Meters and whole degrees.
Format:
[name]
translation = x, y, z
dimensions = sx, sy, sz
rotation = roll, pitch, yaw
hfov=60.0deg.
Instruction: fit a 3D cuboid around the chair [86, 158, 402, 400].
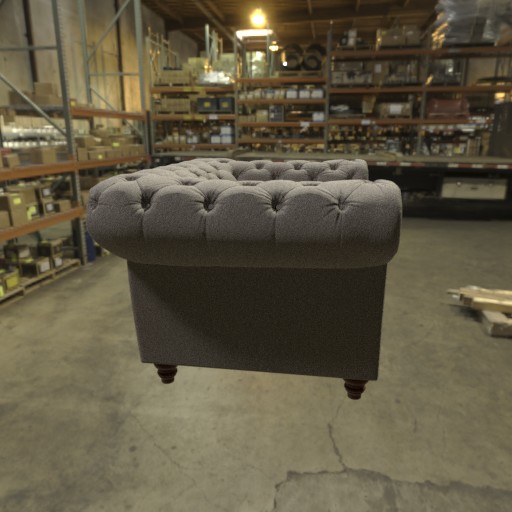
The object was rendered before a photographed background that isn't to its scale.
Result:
[chair]
translation = 0.000, 0.000, 1.905
dimensions = 0.976, 0.770, 1.270
rotation = 2, 16, 8
